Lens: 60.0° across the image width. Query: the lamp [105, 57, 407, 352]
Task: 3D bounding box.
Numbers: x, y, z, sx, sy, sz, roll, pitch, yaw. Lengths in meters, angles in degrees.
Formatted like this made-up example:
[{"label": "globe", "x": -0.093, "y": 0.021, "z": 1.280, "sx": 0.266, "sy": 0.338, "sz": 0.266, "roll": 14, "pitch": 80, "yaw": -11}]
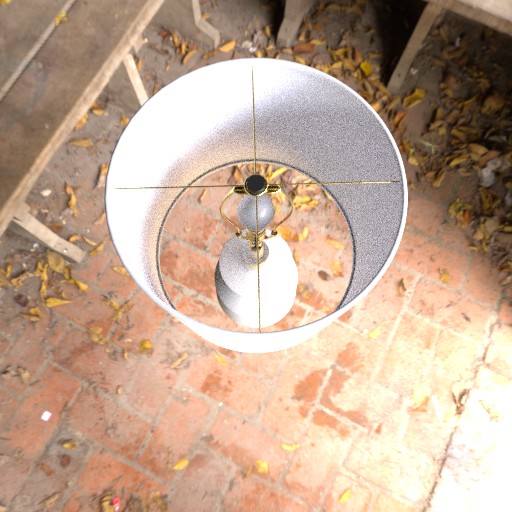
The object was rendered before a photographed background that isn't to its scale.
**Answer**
[{"label": "lamp", "x": 0.000, "y": 0.000, "z": 0.697, "sx": 0.301, "sy": 0.533, "sz": 0.301, "roll": -2, "pitch": 75, "yaw": 0}]
